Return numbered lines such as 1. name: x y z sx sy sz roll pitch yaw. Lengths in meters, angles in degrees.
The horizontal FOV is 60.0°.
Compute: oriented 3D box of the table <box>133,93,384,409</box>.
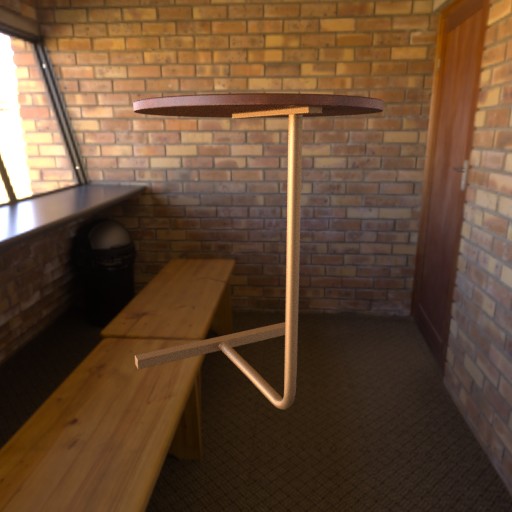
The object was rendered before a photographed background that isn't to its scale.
1. table: 0.000 0.000 1.089 0.530 0.706 0.577 -8 17 -27
